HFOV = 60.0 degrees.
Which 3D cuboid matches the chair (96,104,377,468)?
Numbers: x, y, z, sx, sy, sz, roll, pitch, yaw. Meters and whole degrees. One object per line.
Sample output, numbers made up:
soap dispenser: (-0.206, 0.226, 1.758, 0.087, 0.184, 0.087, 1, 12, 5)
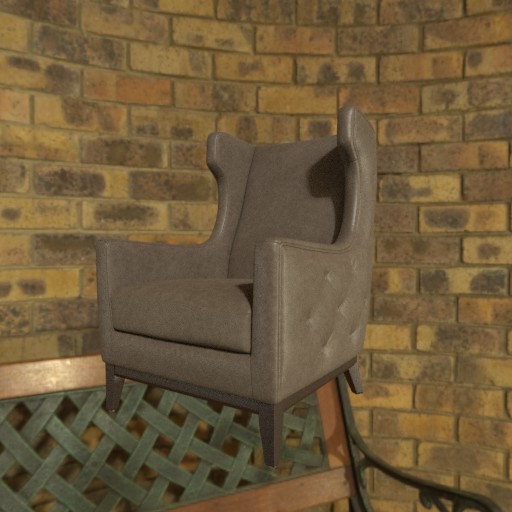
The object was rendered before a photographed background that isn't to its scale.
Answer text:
chair: (0.000, 0.000, 1.668, 0.769, 1.079, 0.899, 1, 2, 36)
